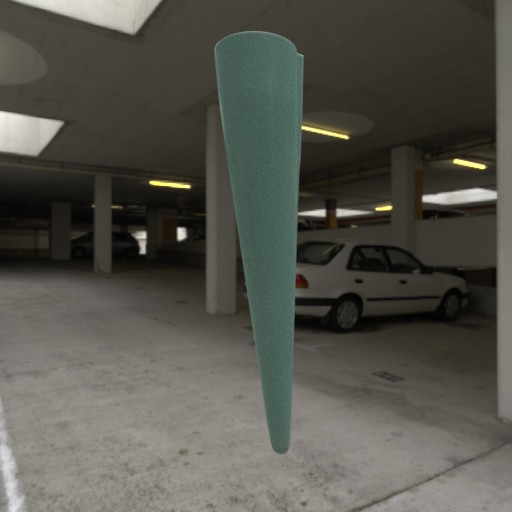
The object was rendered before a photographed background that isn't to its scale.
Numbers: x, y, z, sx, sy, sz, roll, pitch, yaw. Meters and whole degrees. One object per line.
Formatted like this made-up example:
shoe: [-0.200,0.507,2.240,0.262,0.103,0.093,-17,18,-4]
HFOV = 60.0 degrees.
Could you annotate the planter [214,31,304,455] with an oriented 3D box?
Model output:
planter: [0.000,0.000,0.290,0.055,0.268,0.054,0,-1,-34]
